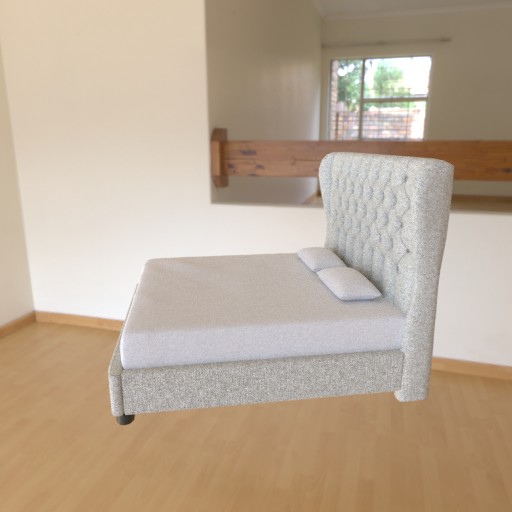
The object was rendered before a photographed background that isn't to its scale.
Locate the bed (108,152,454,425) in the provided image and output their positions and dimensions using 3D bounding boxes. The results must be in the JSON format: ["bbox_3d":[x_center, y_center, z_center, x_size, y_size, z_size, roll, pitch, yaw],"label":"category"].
[{"bbox_3d":[0.000,0.000,3.989,2.347,1.771,2.219,-2,15,-8],"label":"bed"}]
